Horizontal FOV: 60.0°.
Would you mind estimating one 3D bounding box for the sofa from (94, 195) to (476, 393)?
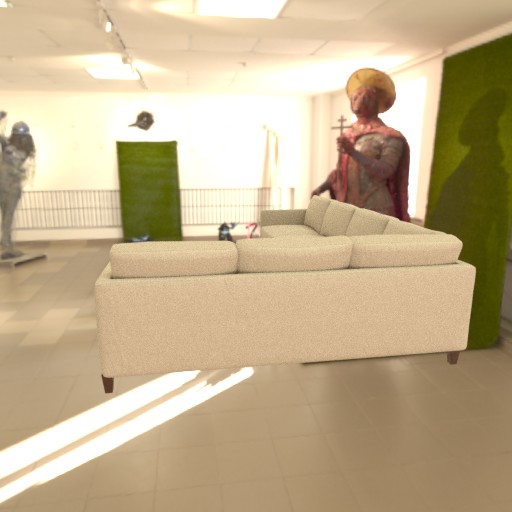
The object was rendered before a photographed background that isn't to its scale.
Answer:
[{"bbox_3d":[0.000,0.000,4.410,2.522,0.934,3.333,-2,13,-9],"label":"sofa"}]
